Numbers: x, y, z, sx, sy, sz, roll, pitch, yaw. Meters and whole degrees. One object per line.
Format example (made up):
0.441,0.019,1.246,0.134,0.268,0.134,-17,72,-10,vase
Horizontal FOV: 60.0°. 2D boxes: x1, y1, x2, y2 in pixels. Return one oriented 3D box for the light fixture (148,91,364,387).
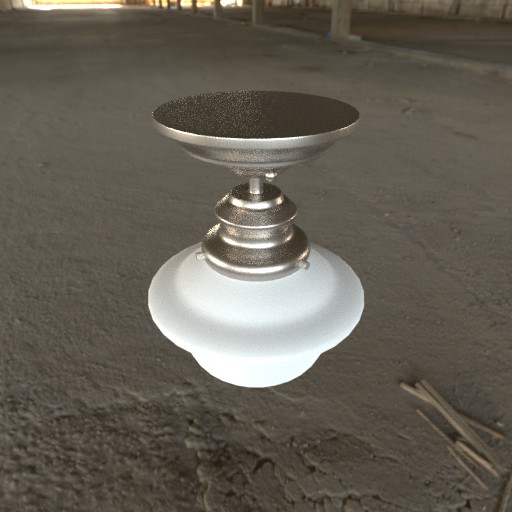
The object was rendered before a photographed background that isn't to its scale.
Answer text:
0.000,0.000,0.395,0.199,0.254,0.199,0,31,0,light fixture
